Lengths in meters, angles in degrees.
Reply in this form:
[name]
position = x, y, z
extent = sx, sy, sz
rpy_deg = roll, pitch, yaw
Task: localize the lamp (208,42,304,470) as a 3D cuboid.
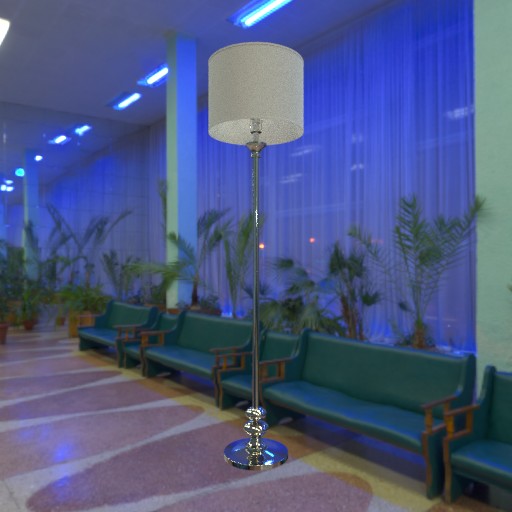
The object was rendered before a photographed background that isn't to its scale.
[lamp]
position = 0.000, 0.000, 1.660
extent = 0.356, 1.487, 0.356
rpy_deg = 0, -1, -37
